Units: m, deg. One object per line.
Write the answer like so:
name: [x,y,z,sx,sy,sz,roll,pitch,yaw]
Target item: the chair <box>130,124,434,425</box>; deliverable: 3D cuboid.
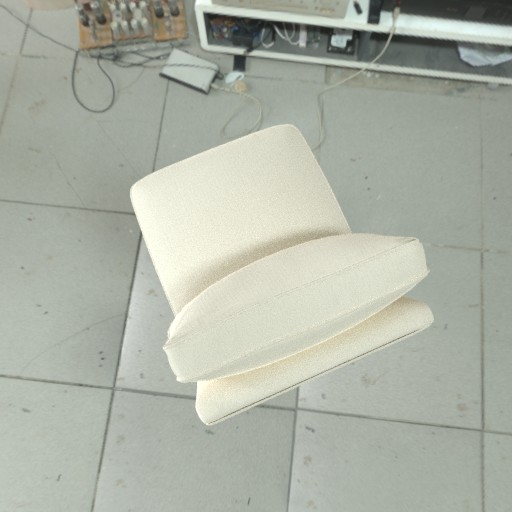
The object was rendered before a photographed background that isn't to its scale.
chair: [0.000,0.000,1.414,0.630,0.887,0.781,-23,78,-5]
